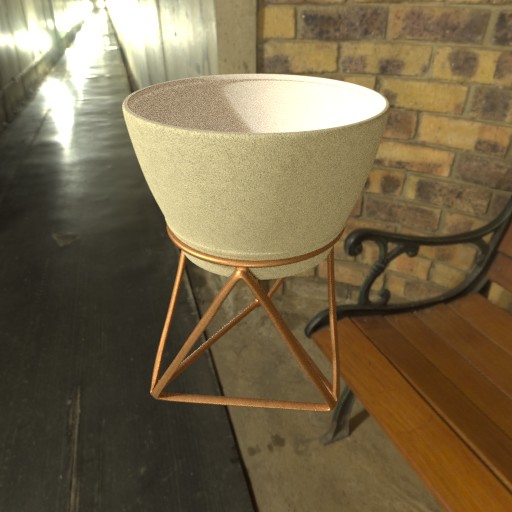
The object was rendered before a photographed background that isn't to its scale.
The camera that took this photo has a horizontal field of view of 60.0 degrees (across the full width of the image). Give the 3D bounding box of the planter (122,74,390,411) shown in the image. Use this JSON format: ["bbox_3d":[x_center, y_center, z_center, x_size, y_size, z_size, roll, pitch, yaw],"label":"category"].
[{"bbox_3d":[0.000,0.000,0.728,0.350,0.504,0.350,21,37,30],"label":"planter"}]
